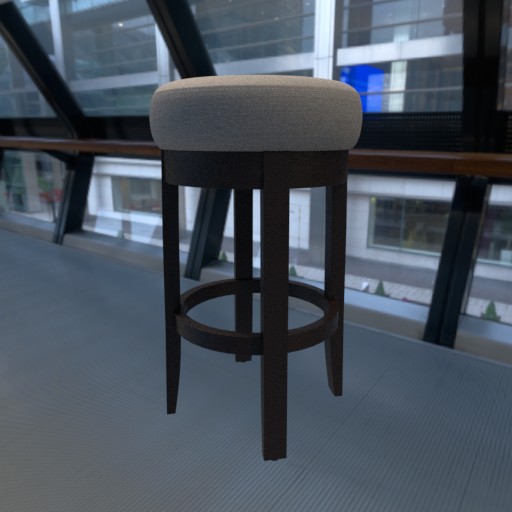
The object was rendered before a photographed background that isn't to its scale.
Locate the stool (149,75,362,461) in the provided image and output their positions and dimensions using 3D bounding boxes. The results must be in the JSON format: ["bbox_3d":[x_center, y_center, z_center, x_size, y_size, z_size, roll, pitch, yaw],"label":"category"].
[{"bbox_3d":[0.000,0.000,1.023,0.443,0.757,0.443,0,15,0],"label":"stool"}]
